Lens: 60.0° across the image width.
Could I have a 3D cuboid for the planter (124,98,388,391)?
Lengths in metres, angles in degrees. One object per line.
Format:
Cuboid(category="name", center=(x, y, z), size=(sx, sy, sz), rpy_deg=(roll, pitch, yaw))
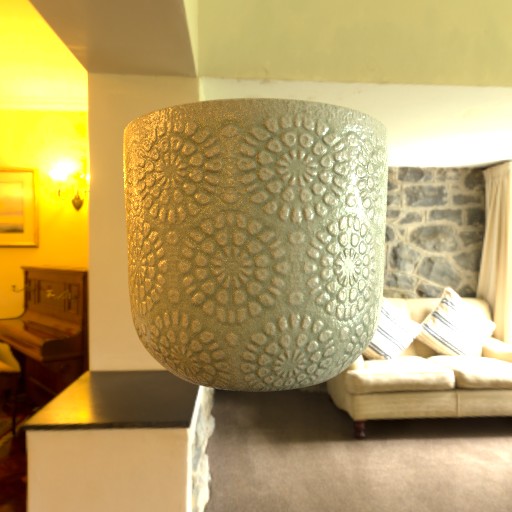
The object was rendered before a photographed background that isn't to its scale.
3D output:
Cuboid(category="planter", center=(0.000, 0.000, 0.296), size=(0.169, 0.153, 0.169), rpy_deg=(0, 0, 0))
